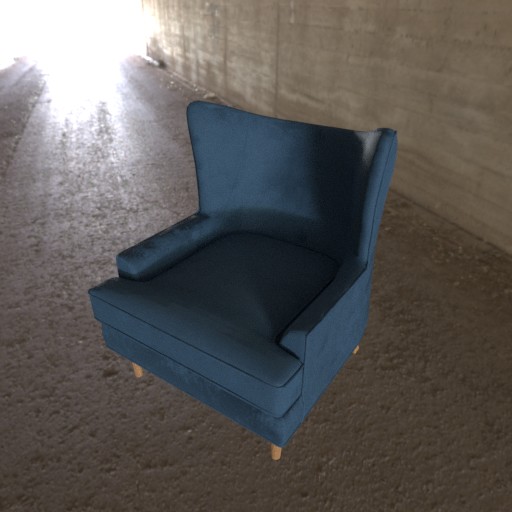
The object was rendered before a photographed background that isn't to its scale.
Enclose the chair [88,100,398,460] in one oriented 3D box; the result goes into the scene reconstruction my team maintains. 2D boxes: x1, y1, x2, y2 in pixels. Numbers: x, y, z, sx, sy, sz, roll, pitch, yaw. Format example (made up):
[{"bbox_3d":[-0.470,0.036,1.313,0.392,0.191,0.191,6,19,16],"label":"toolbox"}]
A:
[{"bbox_3d":[0.000,0.000,1.596,0.793,0.952,0.910,19,35,29],"label":"chair"}]
